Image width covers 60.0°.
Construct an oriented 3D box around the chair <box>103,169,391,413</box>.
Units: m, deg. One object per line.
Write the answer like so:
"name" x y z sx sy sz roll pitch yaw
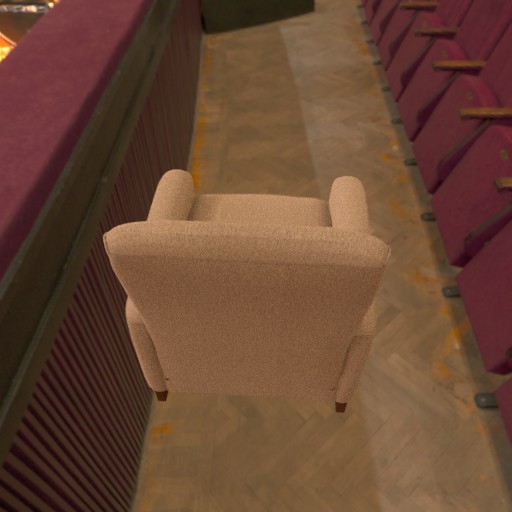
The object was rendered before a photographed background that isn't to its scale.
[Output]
"chair" 0.000 0.000 1.646 0.848 1.014 0.864 3 46 3
